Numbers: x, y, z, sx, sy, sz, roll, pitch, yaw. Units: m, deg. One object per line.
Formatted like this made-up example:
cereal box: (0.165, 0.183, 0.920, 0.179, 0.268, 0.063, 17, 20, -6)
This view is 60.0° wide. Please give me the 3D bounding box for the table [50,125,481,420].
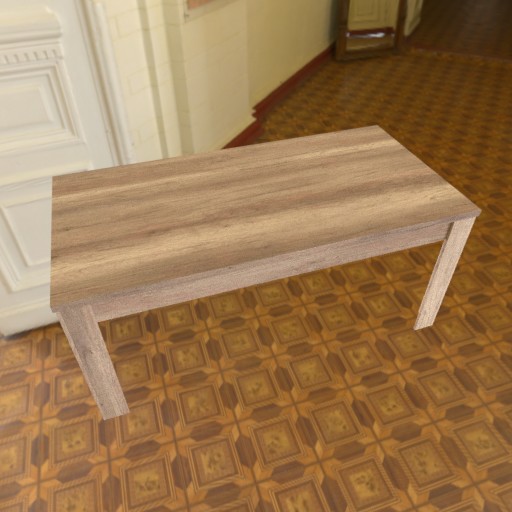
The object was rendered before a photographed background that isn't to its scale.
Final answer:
table: (0.000, 0.000, 2.323, 1.800, 0.790, 0.900, -12, 43, -14)
